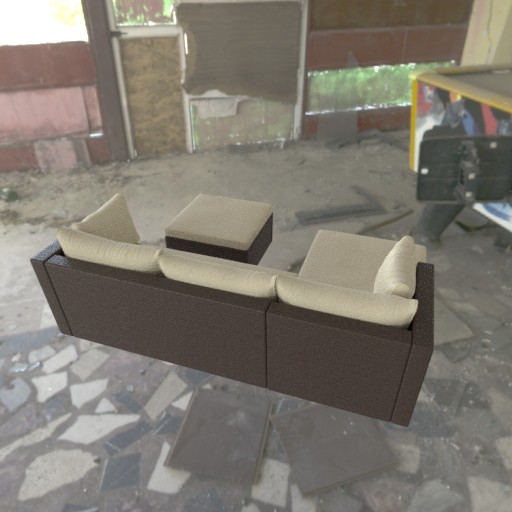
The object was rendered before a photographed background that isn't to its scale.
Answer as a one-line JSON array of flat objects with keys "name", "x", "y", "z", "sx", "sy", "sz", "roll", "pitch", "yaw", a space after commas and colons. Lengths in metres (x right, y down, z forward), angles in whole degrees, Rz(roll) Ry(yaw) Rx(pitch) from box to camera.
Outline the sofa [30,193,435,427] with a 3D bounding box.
[{"name": "sofa", "x": 0.000, "y": 0.000, "z": 3.000, "sx": 2.192, "sy": 0.766, "sz": 1.612, "roll": 11, "pitch": 35, "yaw": 16}]
